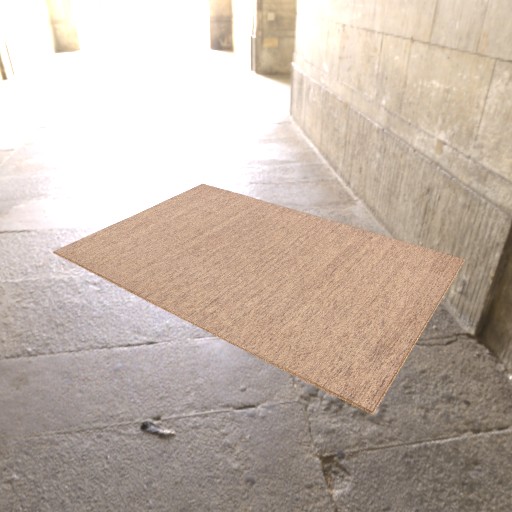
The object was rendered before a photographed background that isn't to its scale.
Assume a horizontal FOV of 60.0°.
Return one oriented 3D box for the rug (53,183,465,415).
[{"bbox_3d":[0.000,0.000,2.375,1.840,0.013,1.225,20,37,30],"label":"rug"}]
